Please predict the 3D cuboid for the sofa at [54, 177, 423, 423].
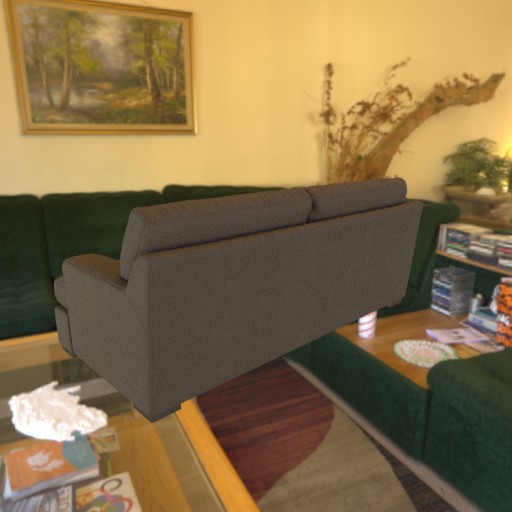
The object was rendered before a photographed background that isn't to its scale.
[{"bbox_3d":[0.000,0.000,2.861,2.271,0.950,1.140,-14,20,-42],"label":"sofa"}]
